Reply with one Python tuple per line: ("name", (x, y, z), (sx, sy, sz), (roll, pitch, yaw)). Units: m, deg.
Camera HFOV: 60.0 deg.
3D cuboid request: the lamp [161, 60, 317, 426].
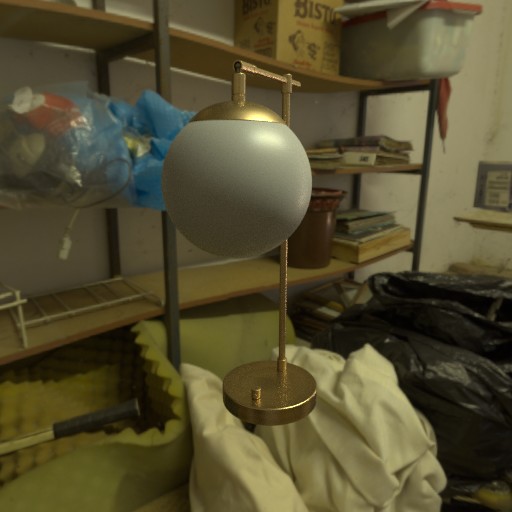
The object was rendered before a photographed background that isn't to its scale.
("lamp", (0.000, 0.000, 0.695), (0.207, 0.559, 0.324), (7, 16, 26))
